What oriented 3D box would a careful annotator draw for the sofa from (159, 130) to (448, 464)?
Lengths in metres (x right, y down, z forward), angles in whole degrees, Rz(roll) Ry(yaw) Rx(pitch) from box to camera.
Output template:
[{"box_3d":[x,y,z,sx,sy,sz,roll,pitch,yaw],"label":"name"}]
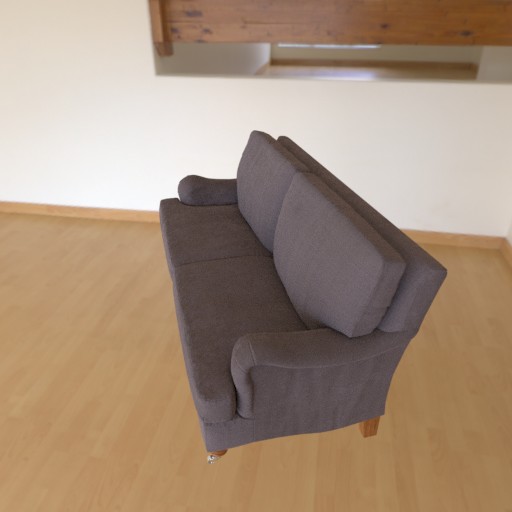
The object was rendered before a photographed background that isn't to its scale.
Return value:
[{"box_3d":[0.000,0.000,2.775,1.086,1.087,2.165,-8,31,-13],"label":"sofa"}]
